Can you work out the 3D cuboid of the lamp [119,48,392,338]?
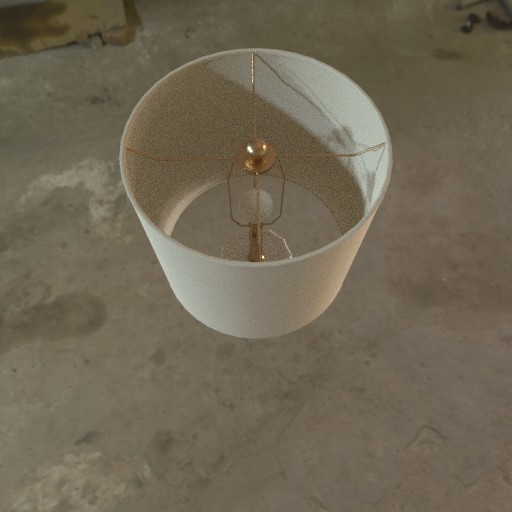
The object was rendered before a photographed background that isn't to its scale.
[{"bbox_3d":[0.000,0.000,0.694,0.277,0.537,0.277,34,69,15],"label":"lamp"}]
